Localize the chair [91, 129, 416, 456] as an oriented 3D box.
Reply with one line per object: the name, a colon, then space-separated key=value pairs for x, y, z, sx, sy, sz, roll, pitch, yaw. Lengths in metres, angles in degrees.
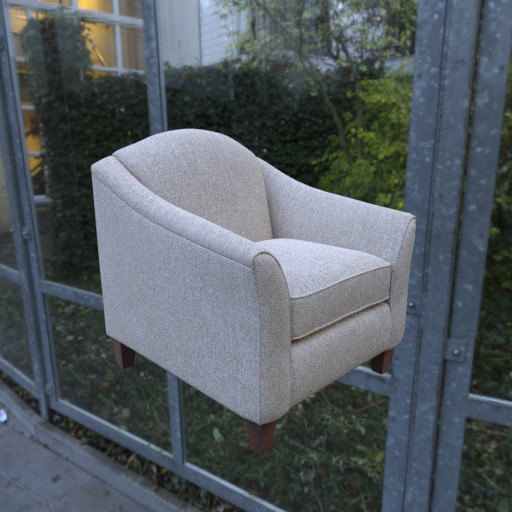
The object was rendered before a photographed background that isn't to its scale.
chair: x=0.000 y=0.000 z=1.492 sx=0.763 sy=0.839 sz=0.787 roll=-13 pitch=19 yaw=-43
